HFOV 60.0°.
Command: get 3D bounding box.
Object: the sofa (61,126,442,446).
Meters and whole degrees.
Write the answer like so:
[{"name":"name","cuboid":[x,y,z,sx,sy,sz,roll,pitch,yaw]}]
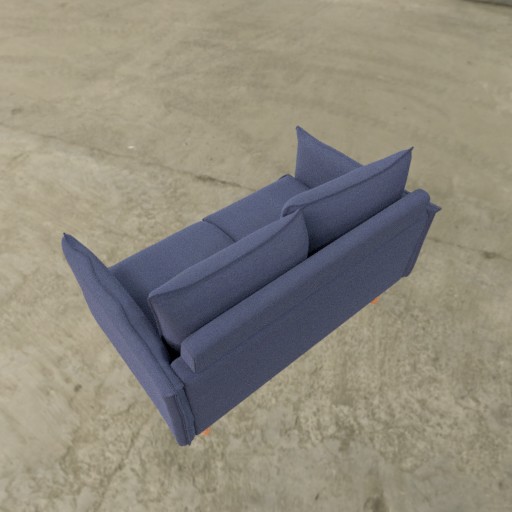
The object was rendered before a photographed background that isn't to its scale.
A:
[{"name":"sofa","cuboid":[0.000,0.000,1.854,1.300,0.840,0.820,-31,54,-26]}]
